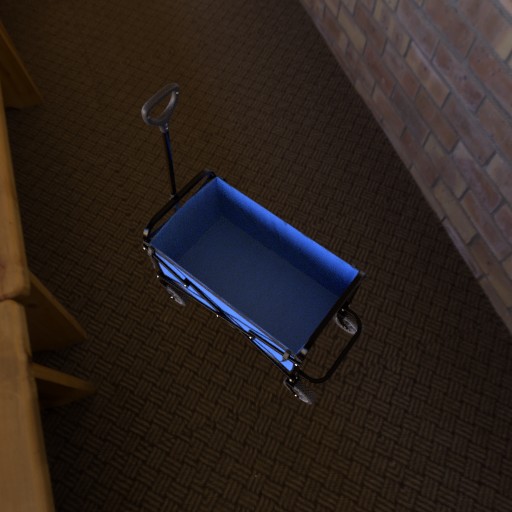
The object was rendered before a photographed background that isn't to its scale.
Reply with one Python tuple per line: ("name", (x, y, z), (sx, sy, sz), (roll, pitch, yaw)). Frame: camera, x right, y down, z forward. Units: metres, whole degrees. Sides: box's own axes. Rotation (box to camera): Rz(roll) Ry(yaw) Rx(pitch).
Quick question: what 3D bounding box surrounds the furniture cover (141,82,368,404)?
("furniture cover", (0.000, 0.000, 1.814), (1.038, 1.295, 0.532), (35, 69, 16))
